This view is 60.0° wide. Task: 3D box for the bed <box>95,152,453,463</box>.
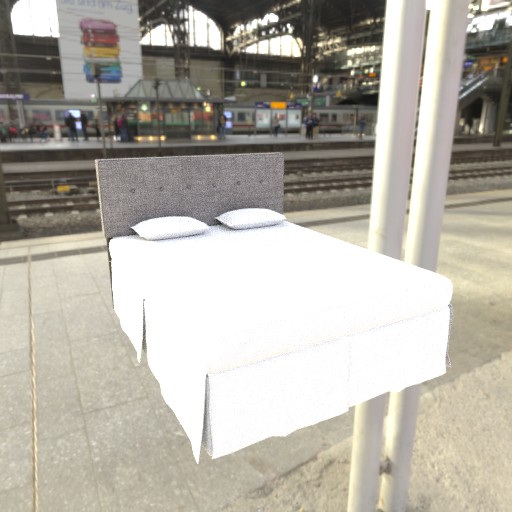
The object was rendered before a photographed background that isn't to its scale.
[{"bbox_3d":[0.000,0.000,2.916,1.621,1.168,1.958,-9,19,-28],"label":"bed"}]
